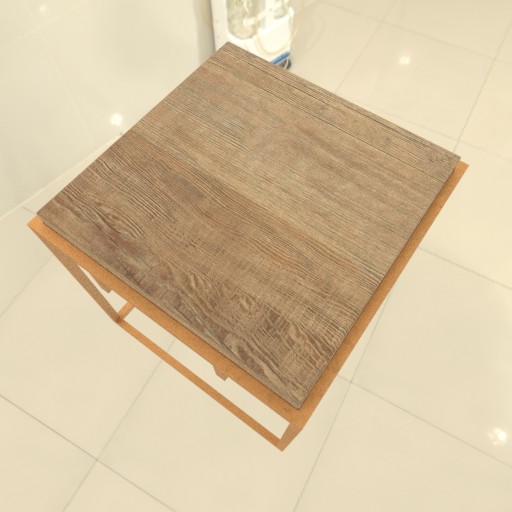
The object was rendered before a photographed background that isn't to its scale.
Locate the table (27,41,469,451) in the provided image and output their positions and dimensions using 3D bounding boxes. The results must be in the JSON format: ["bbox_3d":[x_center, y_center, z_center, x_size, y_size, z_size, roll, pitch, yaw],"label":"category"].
[{"bbox_3d":[0.000,0.000,1.072,0.599,0.584,0.599,33,68,15],"label":"table"}]
